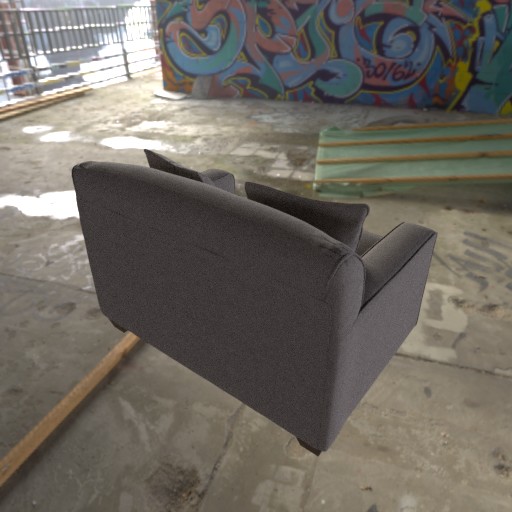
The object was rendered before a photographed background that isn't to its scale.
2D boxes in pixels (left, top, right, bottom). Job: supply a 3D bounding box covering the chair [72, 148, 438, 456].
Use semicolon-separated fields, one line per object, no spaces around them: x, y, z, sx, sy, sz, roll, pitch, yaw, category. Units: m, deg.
0.000;0.000;2.125;1.395;0.953;0.992;22;37;32;chair
